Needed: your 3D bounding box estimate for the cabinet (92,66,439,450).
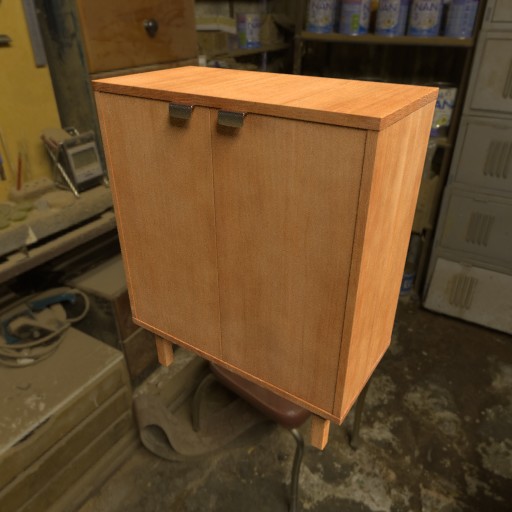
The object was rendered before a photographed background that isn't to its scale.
[{"bbox_3d":[0.000,0.000,1.371,0.800,1.001,0.419,18,34,29],"label":"cabinet"}]
